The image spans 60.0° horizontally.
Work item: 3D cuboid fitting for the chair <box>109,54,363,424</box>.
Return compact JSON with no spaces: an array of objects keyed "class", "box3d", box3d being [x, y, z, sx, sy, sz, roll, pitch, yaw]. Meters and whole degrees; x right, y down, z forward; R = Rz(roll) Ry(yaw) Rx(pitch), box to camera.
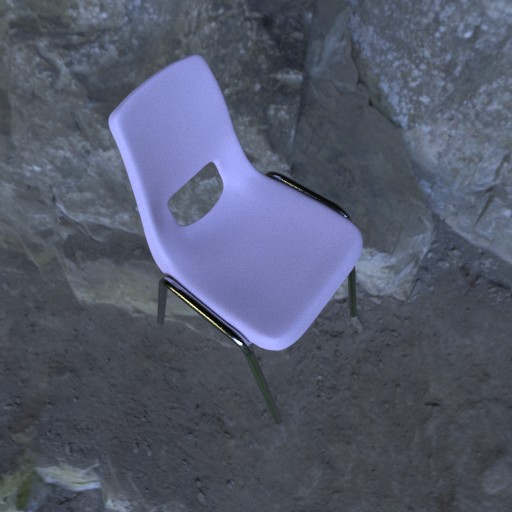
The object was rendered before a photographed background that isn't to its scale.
[{"class":"chair","box3d":[0.000,0.000,0.949,0.436,0.704,0.381,33,64,18]}]
